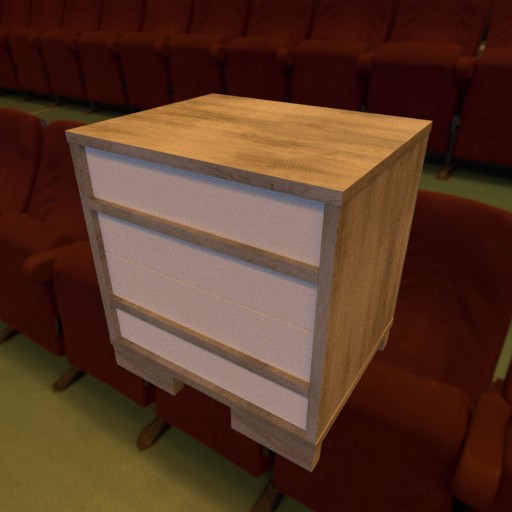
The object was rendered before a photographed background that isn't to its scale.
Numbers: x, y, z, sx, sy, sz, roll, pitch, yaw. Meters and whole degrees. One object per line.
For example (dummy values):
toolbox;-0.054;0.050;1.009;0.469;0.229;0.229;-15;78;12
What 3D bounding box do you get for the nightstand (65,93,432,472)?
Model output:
nightstand;0.000;0.000;0.770;0.427;0.448;0.347;18;35;28
